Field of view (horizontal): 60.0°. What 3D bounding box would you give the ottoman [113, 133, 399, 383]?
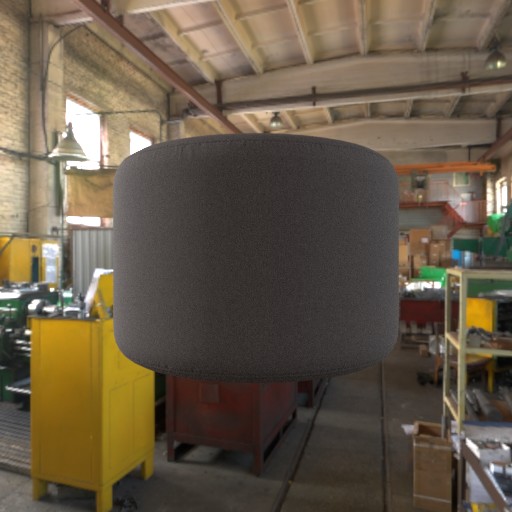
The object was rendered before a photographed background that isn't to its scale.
[{"bbox_3d":[0.000,0.000,0.991,0.608,0.433,0.608,0,0,0],"label":"ottoman"}]
